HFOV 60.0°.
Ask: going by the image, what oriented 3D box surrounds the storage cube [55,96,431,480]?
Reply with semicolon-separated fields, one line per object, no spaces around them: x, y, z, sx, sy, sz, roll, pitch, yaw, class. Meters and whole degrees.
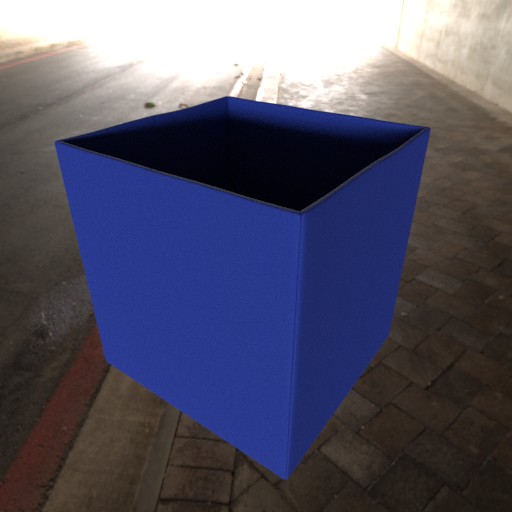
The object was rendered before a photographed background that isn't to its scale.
0.000;0.000;0.502;0.270;0.280;0.270;21;37;30;storage cube
